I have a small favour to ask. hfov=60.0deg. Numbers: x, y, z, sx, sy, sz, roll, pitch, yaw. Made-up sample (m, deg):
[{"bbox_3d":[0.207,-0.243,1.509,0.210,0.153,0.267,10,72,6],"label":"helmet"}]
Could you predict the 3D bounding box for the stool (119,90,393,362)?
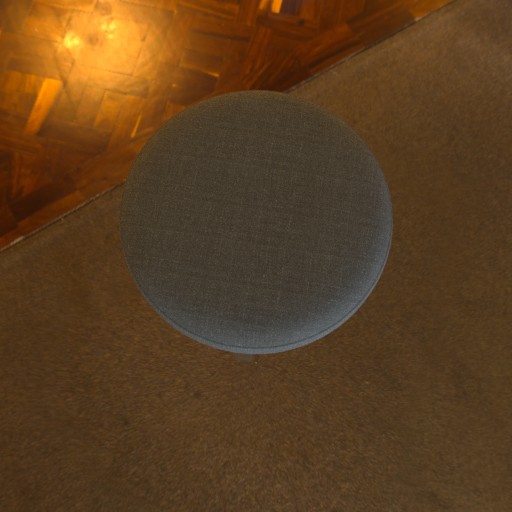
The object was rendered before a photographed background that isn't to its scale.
[{"bbox_3d":[0.000,0.000,0.971,0.449,0.655,0.449,0,76,0],"label":"stool"}]
